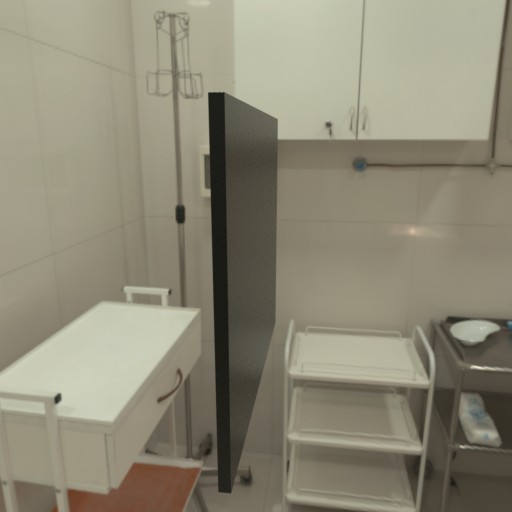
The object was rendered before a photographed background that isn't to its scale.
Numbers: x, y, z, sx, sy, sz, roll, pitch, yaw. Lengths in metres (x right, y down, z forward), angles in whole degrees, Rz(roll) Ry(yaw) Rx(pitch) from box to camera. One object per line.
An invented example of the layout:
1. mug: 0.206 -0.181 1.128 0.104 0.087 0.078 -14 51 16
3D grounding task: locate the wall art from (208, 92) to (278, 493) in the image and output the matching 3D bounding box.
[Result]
1. wall art: 0.000 0.000 0.530 0.012 0.332 0.383 2 15 8
